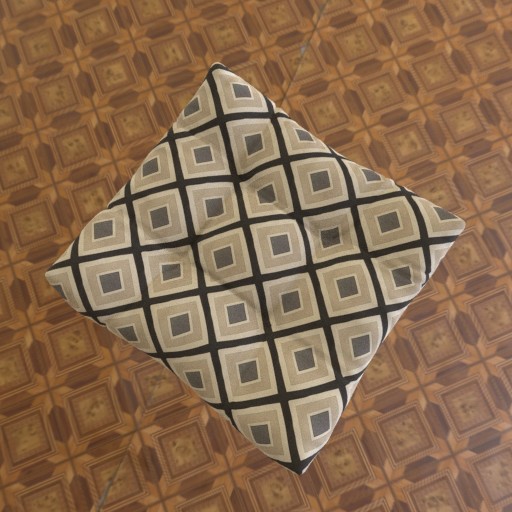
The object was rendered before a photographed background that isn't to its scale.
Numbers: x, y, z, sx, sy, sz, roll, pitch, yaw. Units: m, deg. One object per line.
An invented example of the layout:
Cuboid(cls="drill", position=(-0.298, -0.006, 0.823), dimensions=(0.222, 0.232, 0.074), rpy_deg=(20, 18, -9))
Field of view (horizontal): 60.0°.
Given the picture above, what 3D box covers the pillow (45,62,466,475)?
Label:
Cuboid(cls="pillow", position=(0.000, 0.000, 0.712), dimensions=(0.490, 0.128, 0.468), rpy_deg=(35, 80, 7))
